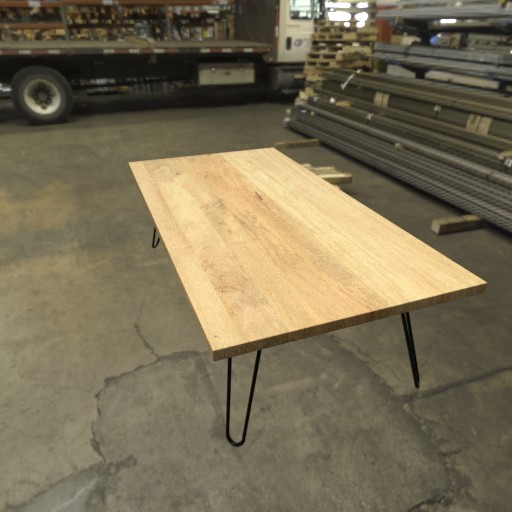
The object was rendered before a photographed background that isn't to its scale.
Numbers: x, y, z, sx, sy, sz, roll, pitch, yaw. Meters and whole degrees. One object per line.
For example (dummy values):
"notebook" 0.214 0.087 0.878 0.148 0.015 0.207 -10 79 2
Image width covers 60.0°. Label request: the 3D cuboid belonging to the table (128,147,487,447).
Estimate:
"table" 0.000 0.000 1.624 0.699 0.400 1.348 -10 30 -18
